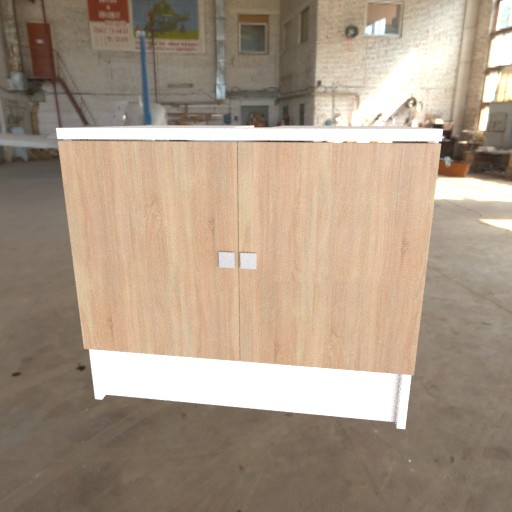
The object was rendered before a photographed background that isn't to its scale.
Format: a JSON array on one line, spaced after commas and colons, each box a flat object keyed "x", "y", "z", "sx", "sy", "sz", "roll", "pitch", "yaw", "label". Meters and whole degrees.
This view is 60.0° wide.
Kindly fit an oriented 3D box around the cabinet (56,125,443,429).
[{"x": 0.000, "y": 0.000, "z": 0.933, "sx": 0.600, "sy": 0.522, "sz": 0.400, "roll": 3, "pitch": 17, "yaw": 8, "label": "cabinet"}]
